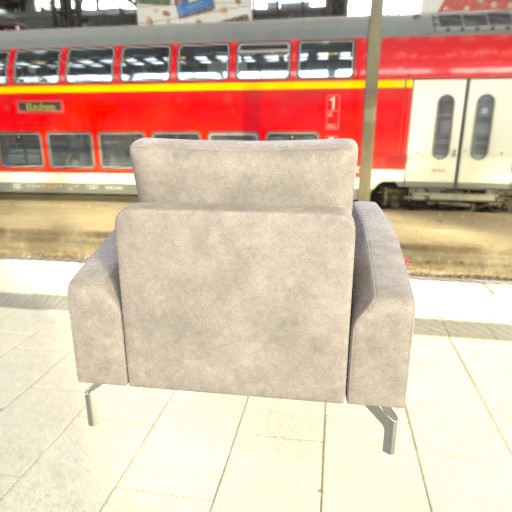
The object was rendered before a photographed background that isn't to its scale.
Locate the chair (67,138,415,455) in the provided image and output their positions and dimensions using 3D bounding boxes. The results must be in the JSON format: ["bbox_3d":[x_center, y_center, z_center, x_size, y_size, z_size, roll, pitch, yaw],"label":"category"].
[{"bbox_3d":[0.000,0.000,1.533,0.900,0.800,0.900,2,16,8],"label":"chair"}]
